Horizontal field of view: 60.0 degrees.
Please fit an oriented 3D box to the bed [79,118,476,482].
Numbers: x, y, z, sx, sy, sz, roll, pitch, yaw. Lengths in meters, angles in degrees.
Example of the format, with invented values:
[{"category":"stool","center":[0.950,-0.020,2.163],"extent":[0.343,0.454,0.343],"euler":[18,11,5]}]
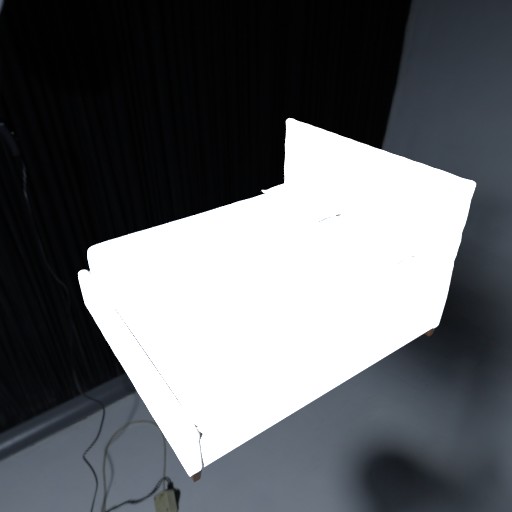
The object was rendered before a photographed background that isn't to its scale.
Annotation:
[{"category":"bed","center":[0.000,0.000,3.592],"extent":[2.387,1.427,2.078],"euler":[-20,37,-29]}]
